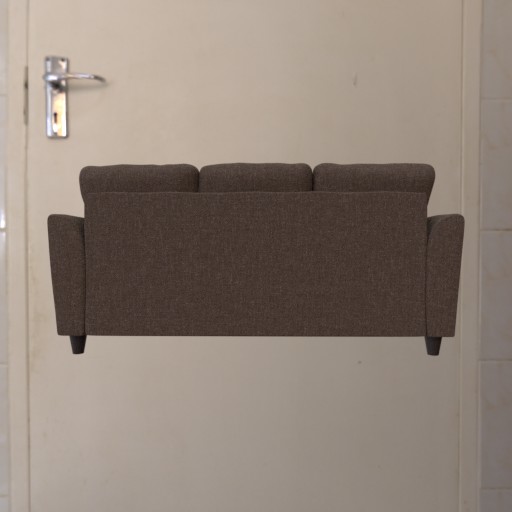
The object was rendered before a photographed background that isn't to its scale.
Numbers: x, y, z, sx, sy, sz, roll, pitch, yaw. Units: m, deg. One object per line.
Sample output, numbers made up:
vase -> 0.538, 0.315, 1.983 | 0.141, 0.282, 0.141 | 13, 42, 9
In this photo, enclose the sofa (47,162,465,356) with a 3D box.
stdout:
sofa -> 0.000, 0.000, 2.365 | 1.847, 0.891, 0.837 | 0, 1, 1
